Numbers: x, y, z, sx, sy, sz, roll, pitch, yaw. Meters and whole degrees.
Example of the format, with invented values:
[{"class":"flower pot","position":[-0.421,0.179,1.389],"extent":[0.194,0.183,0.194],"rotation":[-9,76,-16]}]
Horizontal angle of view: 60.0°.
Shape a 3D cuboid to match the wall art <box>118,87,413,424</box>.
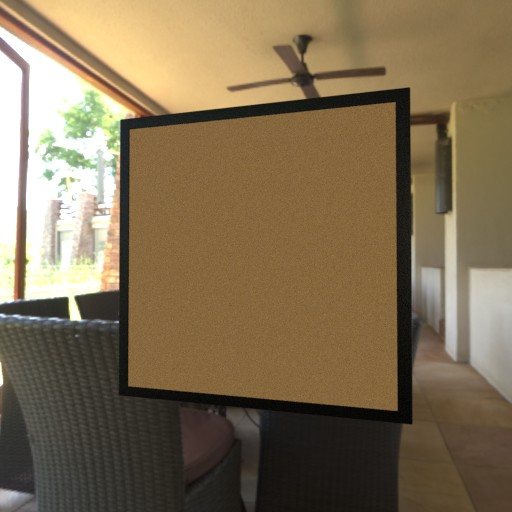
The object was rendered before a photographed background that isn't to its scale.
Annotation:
[{"class":"wall art","position":[0.000,0.000,0.454],"extent":[0.299,0.299,0.037],"rotation":[0,-1,17]}]
